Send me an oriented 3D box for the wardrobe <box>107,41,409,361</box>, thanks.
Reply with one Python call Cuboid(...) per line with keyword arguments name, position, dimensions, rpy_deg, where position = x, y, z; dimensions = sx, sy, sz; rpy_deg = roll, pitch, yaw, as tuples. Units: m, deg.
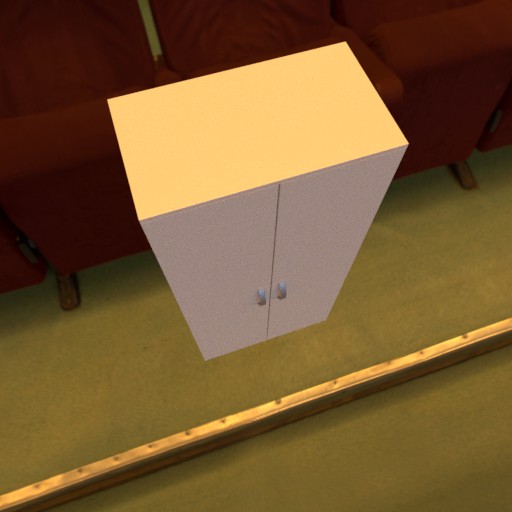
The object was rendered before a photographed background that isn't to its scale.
Cuboid(name="wardrobe", position=(0.000, 0.000, 2.019), dimensions=(0.760, 1.700, 0.470), rpy_deg=(-17, 66, -8))
